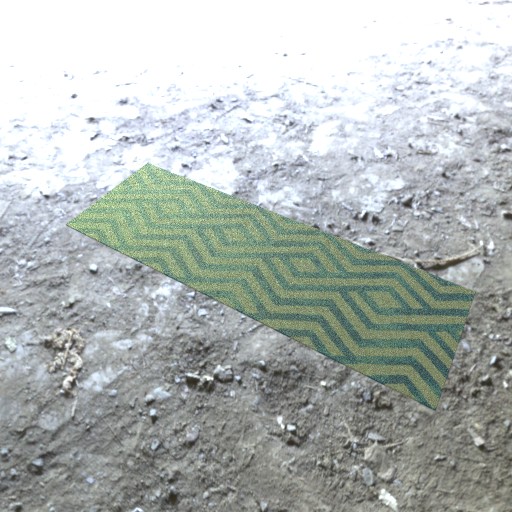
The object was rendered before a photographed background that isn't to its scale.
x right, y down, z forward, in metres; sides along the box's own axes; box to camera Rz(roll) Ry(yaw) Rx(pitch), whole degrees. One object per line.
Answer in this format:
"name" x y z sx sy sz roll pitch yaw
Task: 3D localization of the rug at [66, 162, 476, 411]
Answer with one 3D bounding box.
"rug" 0.000 0.000 1.664 1.492 0.007 0.503 24 51 21
